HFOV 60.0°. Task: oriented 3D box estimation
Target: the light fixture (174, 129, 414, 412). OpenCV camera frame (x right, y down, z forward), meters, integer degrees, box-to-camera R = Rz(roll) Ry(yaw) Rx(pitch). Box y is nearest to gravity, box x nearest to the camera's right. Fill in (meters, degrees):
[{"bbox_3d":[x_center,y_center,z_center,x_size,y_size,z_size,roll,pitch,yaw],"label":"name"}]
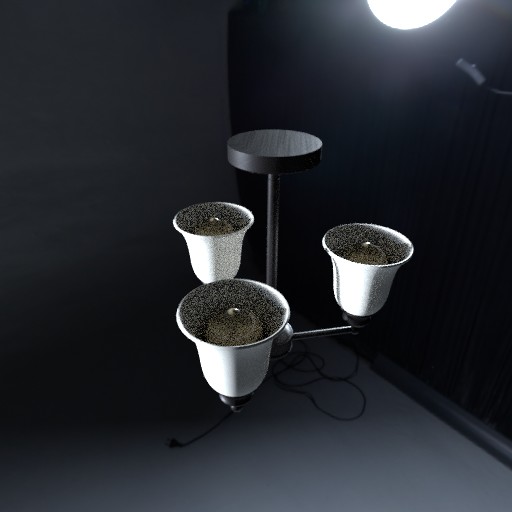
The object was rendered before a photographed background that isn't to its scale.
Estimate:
[{"bbox_3d":[0.000,0.000,0.682,0.388,0.370,0.354,-23,37,-34],"label":"light fixture"}]
